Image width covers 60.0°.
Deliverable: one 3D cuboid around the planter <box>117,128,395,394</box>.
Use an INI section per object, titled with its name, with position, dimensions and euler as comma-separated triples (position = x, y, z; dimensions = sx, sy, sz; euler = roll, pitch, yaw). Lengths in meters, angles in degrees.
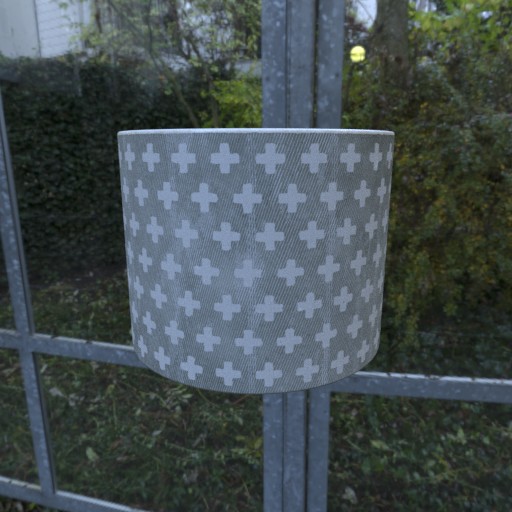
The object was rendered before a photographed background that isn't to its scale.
[planter]
position = 0.000, 0.000, 0.446
dimensions = 0.250, 0.239, 0.250
euler = 0, 14, 0
